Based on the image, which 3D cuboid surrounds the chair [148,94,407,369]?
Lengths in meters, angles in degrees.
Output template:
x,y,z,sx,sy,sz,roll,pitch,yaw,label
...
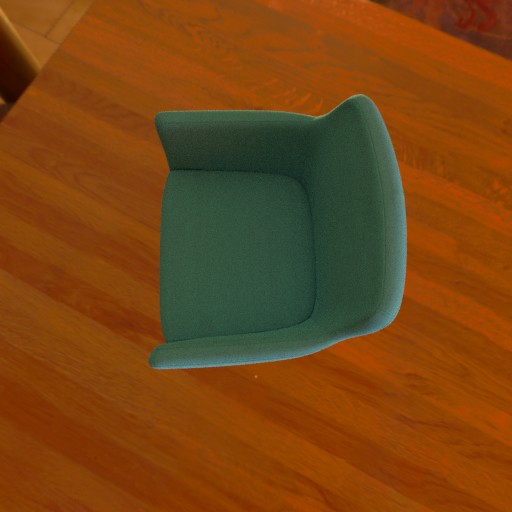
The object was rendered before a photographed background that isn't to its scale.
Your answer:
x,y,z,sx,sy,sz,roll,pitch,yaw,label
0.000,0.000,1.167,0.540,0.780,0.570,-2,75,-1,chair
